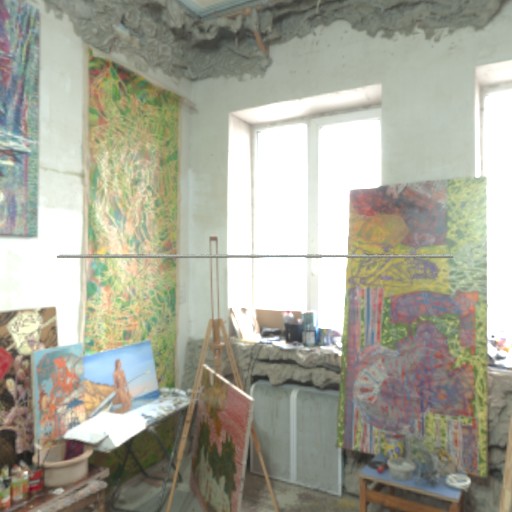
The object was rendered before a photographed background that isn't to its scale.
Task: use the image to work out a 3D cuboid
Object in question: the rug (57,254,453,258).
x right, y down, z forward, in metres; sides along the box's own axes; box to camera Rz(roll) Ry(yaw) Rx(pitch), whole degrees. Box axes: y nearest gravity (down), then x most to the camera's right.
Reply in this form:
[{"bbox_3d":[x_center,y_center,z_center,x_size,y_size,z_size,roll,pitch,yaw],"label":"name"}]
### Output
[{"bbox_3d":[0.000,0.000,2.813,1.514,0.014,2.275,0,0,0],"label":"rug"}]
